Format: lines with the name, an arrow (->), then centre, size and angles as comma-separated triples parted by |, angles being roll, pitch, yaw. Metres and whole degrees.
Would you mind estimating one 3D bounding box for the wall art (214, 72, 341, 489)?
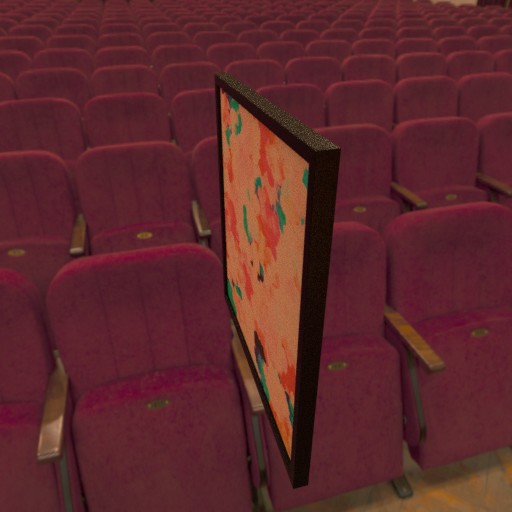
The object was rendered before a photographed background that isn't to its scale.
wall art -> 0.000, 0.000, 1.104 | 0.036, 0.755, 0.756 | -8, 31, -13
